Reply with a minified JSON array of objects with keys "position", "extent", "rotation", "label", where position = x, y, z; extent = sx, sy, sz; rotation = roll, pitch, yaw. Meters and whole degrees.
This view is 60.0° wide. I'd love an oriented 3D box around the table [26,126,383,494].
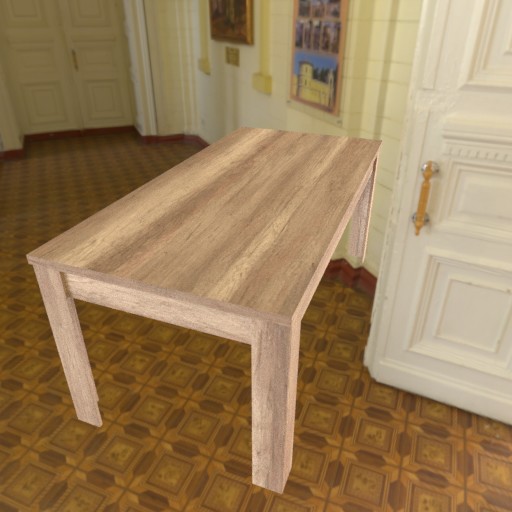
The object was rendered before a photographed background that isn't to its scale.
[{"position":[0.000,0.000,2.219],"extent":[0.900,0.790,1.800],"rotation":[11,32,18],"label":"table"}]
